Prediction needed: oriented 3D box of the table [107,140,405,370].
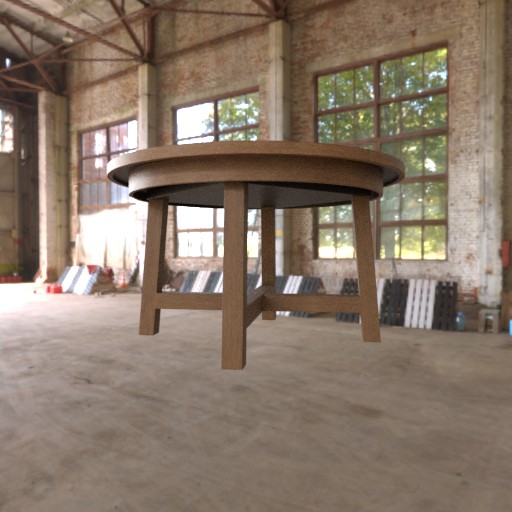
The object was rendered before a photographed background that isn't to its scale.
[{"bbox_3d":[0.000,0.000,2.077,1.319,0.762,1.319,0,1,0],"label":"table"}]
